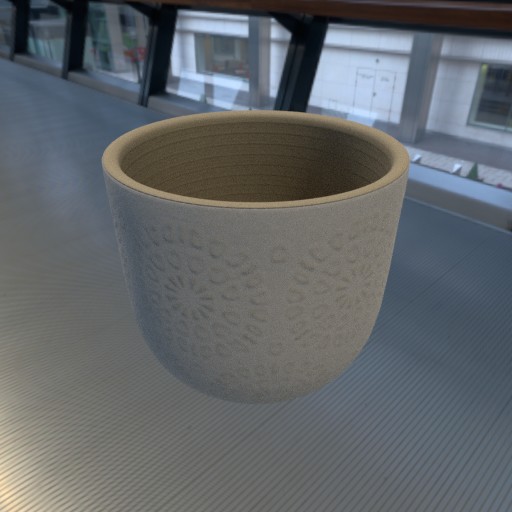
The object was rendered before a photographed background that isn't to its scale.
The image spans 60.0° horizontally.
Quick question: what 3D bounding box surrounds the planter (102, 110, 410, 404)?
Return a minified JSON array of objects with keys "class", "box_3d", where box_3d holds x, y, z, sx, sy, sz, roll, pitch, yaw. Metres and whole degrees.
[{"class":"planter","box_3d":[0.000,0.000,0.214,0.124,0.109,0.124,0,31,0]}]
